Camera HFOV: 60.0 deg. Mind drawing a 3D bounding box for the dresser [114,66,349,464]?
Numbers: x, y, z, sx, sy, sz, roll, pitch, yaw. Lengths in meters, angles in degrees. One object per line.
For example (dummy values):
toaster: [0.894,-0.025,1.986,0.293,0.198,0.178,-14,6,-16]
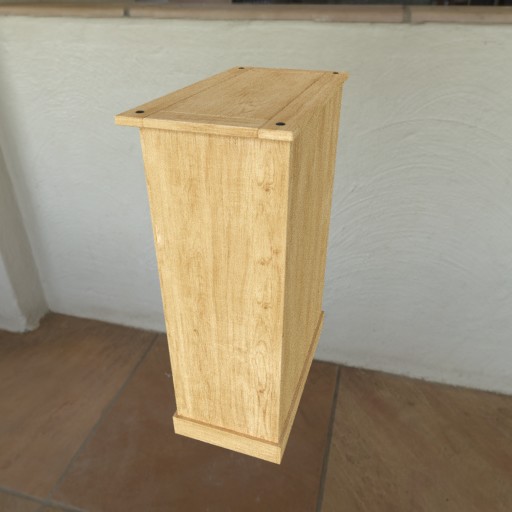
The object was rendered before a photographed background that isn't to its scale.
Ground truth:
dresser: [0.000,0.000,1.805,0.485,1.300,0.915,10,32,16]
